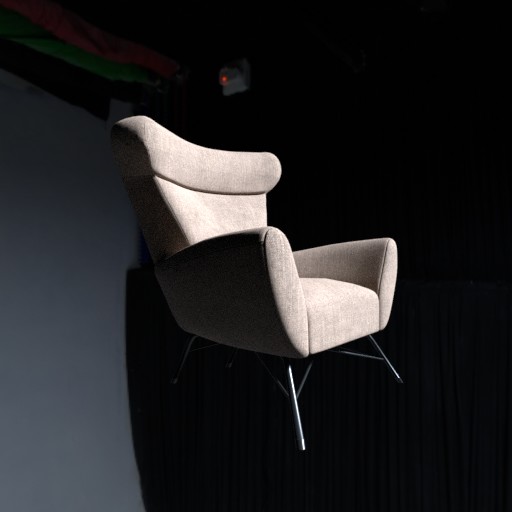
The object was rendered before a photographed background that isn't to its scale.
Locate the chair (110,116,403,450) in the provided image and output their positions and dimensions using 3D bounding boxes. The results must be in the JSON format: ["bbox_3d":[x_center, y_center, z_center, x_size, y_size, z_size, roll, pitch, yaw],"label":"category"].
[{"bbox_3d":[0.000,0.000,1.765,0.900,1.040,0.980,0,0,37],"label":"chair"}]
